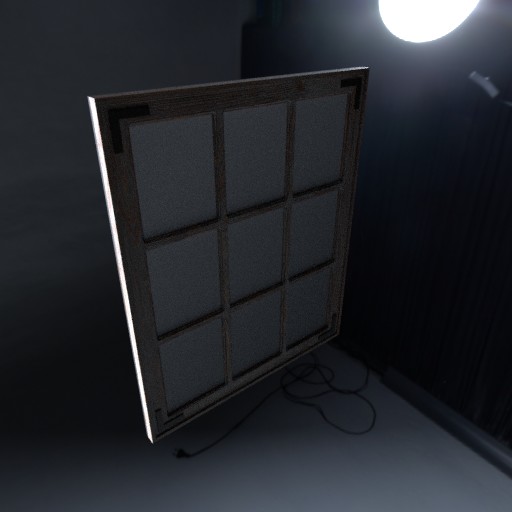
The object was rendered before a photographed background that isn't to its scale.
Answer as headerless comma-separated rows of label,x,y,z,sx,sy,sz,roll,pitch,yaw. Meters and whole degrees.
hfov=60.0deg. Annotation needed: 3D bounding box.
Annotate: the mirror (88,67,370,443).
mirror,0.000,0.000,1.181,0.730,0.882,0.032,-21,35,-33
